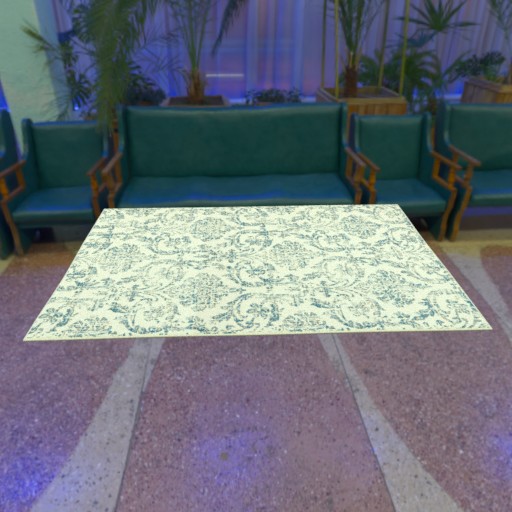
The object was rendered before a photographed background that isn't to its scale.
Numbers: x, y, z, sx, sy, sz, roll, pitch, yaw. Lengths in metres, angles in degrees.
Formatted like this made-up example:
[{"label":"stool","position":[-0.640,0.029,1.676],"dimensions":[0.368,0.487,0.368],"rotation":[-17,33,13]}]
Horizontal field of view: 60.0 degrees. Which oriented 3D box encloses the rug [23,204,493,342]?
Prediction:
[{"label":"rug","position":[0.000,0.000,3.368],"dimensions":[2.746,0.018,1.819],"rotation":[-1,31,-2]}]
